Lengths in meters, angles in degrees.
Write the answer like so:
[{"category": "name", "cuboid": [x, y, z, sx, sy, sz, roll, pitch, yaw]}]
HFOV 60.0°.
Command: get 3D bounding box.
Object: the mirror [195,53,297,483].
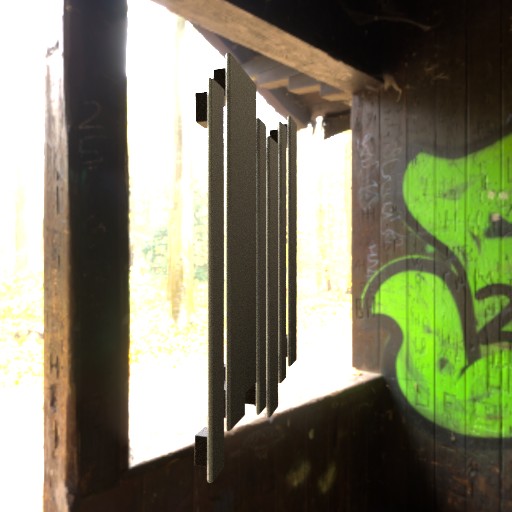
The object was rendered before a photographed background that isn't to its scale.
[{"category": "mirror", "cuboid": [0.000, 0.000, 0.795, 0.058, 0.611, 0.445, 0, 0, 17]}]
